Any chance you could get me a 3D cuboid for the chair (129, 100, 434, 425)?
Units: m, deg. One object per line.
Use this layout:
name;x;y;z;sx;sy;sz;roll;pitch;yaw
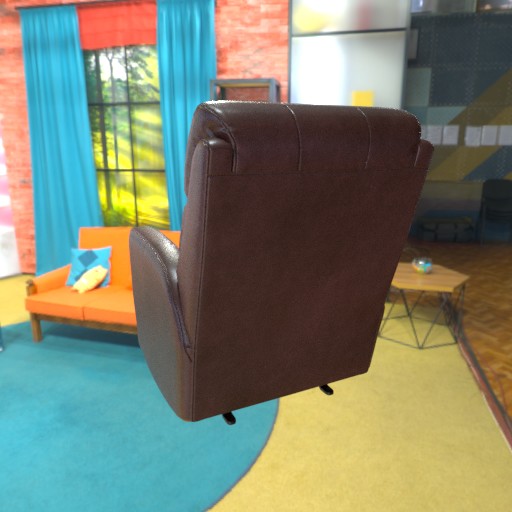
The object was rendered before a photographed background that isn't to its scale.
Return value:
chair;0.000;0.000;1.644;0.787;1.016;0.939;-7;16;-26
